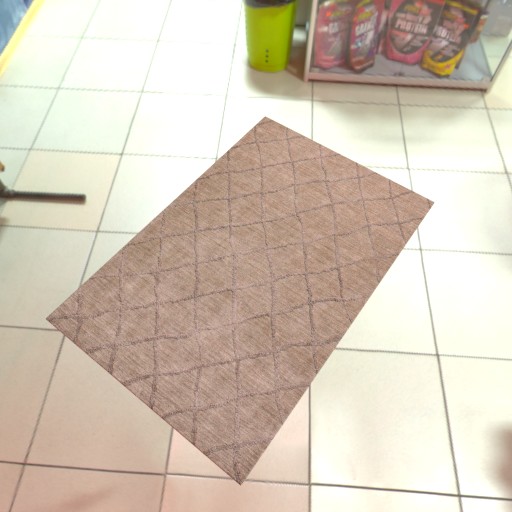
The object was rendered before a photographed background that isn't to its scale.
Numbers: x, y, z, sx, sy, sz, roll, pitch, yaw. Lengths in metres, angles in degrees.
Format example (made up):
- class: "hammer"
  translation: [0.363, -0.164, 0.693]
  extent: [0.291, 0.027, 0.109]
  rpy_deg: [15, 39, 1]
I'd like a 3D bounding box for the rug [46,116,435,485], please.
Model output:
- class: "rug"
  translation: [0.000, 0.000, 2.964]
  extent: [1.521, 0.015, 2.280]
  rpy_deg: [33, 64, 19]
